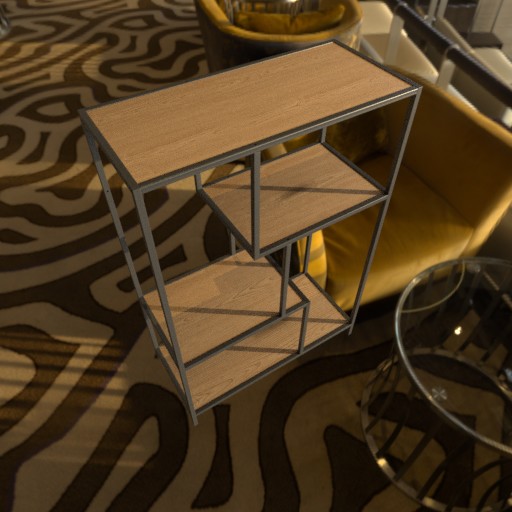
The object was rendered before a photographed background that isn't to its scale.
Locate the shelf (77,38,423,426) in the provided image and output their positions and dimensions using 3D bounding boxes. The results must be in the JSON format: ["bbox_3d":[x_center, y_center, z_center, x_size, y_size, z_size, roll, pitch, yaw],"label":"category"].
[{"bbox_3d":[0.000,0.000,1.495,0.770,1.138,0.350,-25,52,-21],"label":"shelf"}]
